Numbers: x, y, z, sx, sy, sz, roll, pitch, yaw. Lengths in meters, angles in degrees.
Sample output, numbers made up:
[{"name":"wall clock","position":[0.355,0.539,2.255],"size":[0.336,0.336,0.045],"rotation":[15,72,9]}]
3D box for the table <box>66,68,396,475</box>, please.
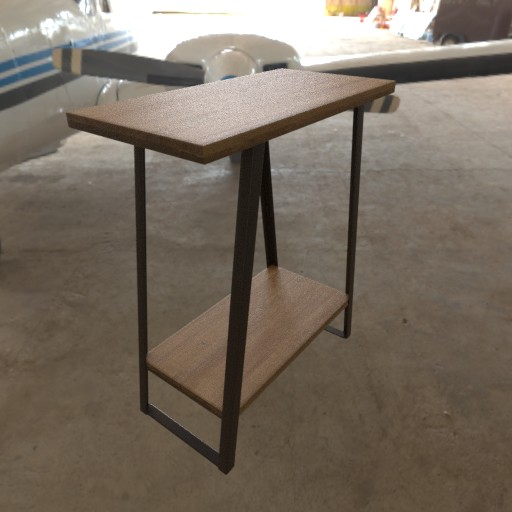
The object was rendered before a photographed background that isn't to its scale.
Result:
[{"name":"table","position":[0.000,0.000,1.003],"size":[0.300,0.701,0.599],"rotation":[21,37,32]}]
